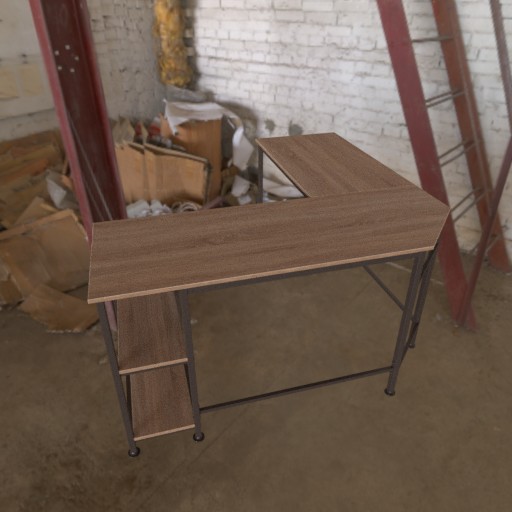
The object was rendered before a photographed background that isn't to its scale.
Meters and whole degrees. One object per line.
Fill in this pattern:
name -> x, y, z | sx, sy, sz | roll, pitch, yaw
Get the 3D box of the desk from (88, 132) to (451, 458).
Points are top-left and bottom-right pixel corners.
desk -> 0.000, 0.000, 2.175 | 1.379, 0.739, 1.379 | -8, 32, -13
